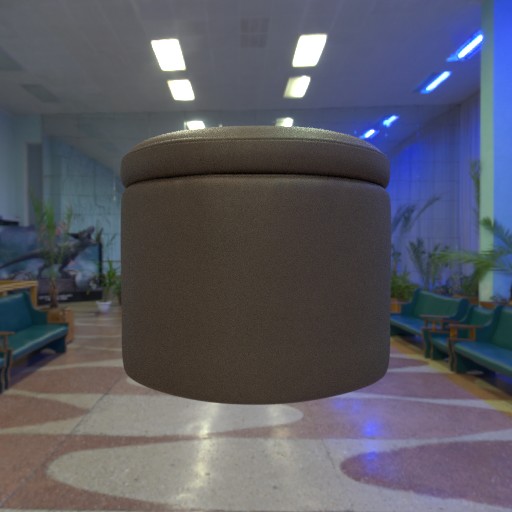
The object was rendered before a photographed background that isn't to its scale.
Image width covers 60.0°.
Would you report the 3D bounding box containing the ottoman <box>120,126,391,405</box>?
[{"bbox_3d":[0.000,0.000,0.856,0.500,0.409,0.500,0,1,0],"label":"ottoman"}]
